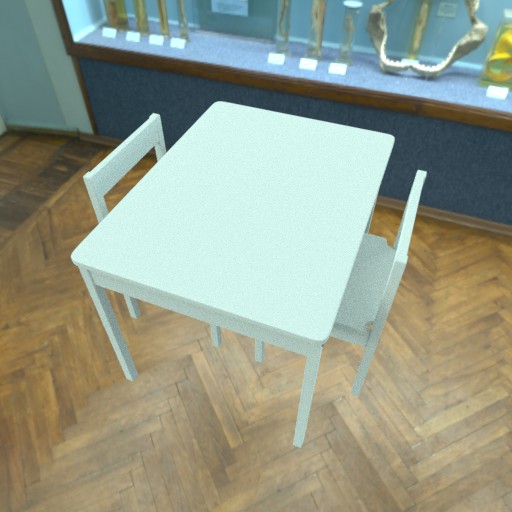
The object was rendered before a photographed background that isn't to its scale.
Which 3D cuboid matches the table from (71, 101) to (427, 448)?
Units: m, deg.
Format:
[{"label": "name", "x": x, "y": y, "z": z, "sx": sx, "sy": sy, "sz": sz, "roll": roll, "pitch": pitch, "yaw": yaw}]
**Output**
[{"label": "table", "x": 0.000, "y": 0.000, "z": 1.117, "sx": 0.672, "sy": 0.503, "sz": 0.650, "roll": 16, "pitch": 49, "yaw": 15}]
